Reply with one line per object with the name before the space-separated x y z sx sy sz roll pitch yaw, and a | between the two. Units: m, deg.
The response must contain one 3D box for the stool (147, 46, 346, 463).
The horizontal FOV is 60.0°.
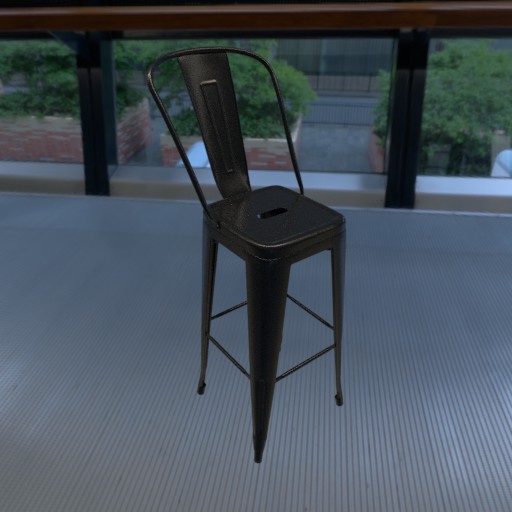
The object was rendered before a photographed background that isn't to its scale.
stool | 0.000 0.000 1.326 0.399 1.096 0.513 -21 37 -31
